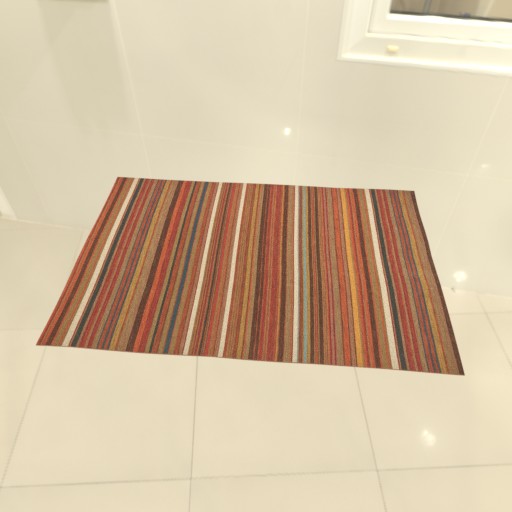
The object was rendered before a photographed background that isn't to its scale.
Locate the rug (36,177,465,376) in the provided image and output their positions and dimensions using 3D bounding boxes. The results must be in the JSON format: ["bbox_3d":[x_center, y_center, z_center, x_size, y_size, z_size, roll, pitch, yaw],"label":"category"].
[{"bbox_3d":[0.000,0.000,2.294,1.828,0.007,1.217,3,47,3],"label":"rug"}]
